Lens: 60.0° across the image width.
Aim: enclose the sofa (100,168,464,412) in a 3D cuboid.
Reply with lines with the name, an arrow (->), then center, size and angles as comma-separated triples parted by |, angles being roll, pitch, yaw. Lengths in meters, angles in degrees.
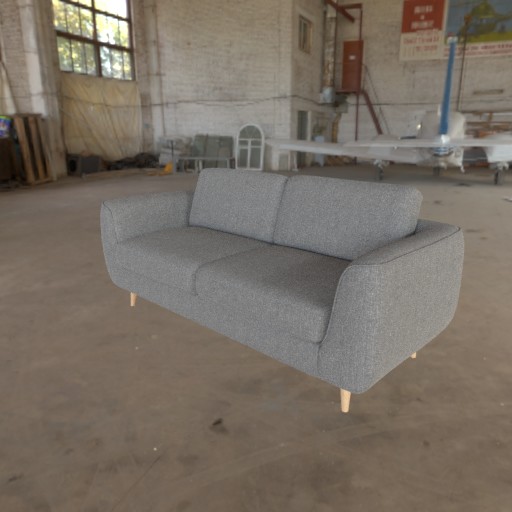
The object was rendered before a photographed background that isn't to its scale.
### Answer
sofa -> 0.000, 0.000, 2.464 | 2.000, 0.870, 0.920 | 15, 22, 42
